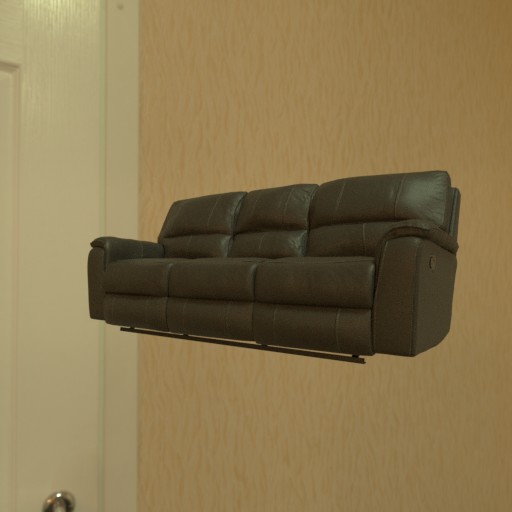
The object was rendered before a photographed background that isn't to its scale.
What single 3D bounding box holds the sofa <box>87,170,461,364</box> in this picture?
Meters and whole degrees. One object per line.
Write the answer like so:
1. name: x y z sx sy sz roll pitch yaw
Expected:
1. sofa: 0.000 0.000 3.165 2.627 1.134 1.104 -1 -1 35
